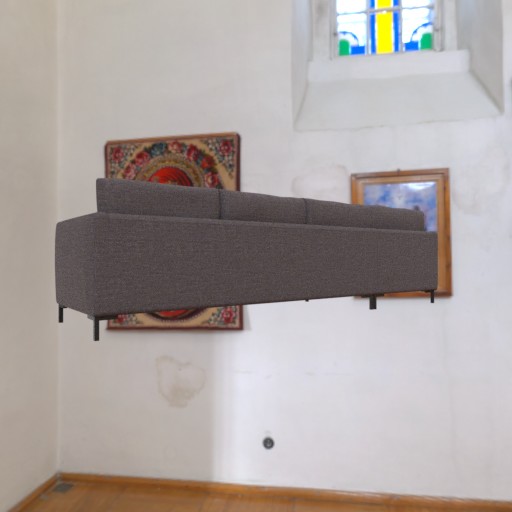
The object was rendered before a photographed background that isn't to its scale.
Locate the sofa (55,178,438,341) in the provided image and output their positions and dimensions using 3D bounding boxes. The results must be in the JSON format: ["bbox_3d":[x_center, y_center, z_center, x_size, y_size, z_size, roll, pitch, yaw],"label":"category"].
[{"bbox_3d":[0.000,0.000,3.224,2.731,0.754,1.258,0,0,-36],"label":"sofa"}]
